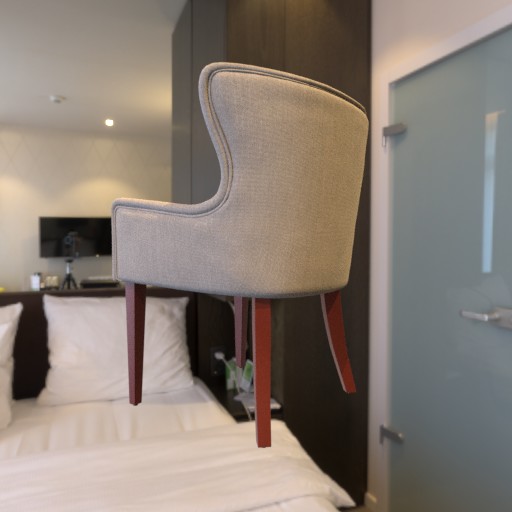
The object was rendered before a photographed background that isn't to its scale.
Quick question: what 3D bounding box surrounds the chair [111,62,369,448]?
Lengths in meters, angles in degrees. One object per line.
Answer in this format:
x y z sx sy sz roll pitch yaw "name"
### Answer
0.000 0.000 1.436 0.677 0.948 0.732 1 2 37 "chair"
